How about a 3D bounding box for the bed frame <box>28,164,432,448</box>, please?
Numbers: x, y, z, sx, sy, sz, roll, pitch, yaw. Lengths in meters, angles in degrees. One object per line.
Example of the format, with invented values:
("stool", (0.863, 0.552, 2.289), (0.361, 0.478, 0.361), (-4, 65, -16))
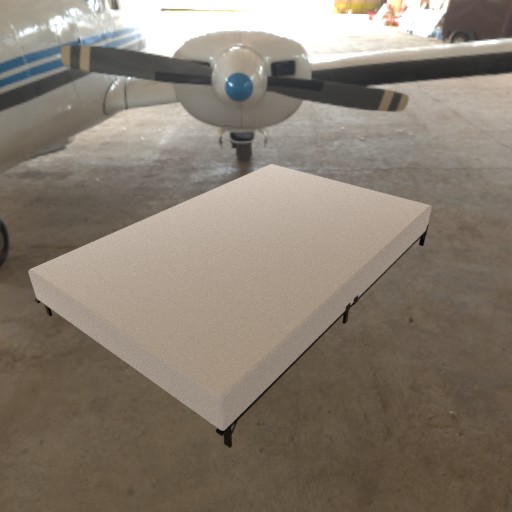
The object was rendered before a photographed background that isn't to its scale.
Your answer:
("bed frame", (0.000, 0.000, 3.833), (1.930, 0.440, 2.987), (22, 37, 32))
